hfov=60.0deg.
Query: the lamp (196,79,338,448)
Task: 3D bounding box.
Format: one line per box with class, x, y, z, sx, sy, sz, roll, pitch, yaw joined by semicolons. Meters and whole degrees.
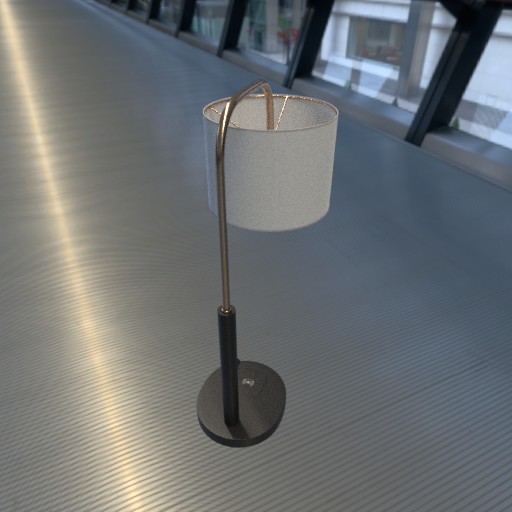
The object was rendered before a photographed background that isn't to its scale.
lamp;0.000;0.000;0.720;0.199;0.540;0.337;10;34;15
